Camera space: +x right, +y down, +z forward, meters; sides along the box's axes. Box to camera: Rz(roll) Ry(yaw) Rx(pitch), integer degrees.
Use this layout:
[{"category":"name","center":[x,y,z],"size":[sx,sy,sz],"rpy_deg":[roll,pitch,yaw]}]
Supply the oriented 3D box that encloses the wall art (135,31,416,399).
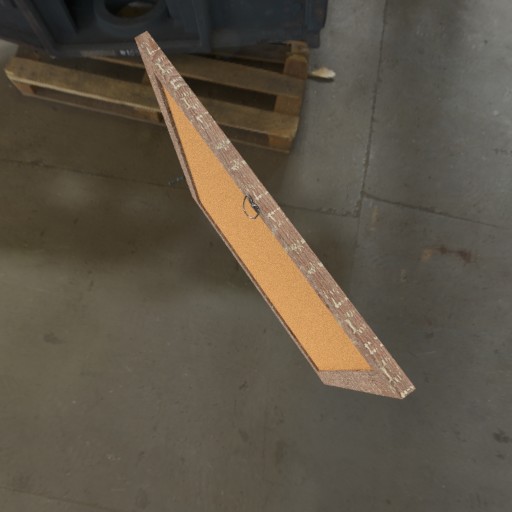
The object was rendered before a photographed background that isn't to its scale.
[{"category":"wall art","center":[0.000,0.000,0.547],"size":[0.022,0.380,0.380],"rpy_deg":[-34,78,-8]}]
